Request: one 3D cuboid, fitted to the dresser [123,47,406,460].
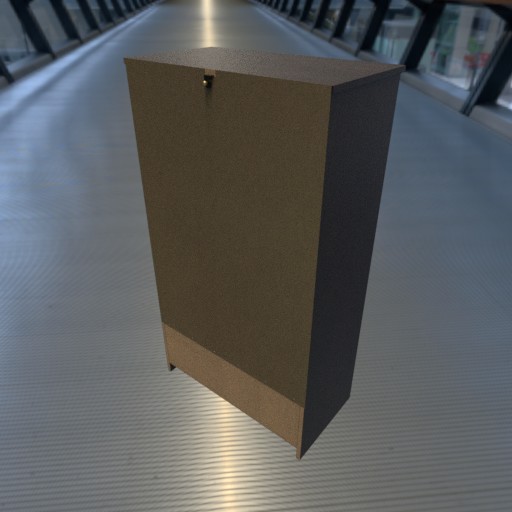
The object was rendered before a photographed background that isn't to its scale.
[{"bbox_3d":[0.000,0.000,1.547,0.704,1.254,0.418,23,38,33],"label":"dresser"}]
